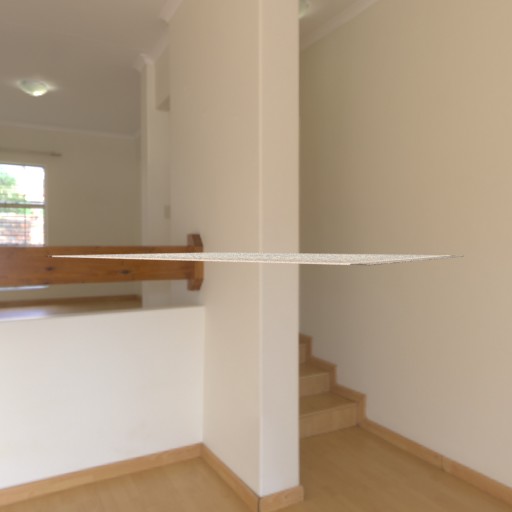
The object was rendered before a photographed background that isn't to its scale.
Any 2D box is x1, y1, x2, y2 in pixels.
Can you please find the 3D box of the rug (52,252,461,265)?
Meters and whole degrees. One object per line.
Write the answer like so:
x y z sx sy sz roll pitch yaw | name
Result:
0.000 0.000 4.328 3.327 0.010 2.464 1 2 36 | rug
